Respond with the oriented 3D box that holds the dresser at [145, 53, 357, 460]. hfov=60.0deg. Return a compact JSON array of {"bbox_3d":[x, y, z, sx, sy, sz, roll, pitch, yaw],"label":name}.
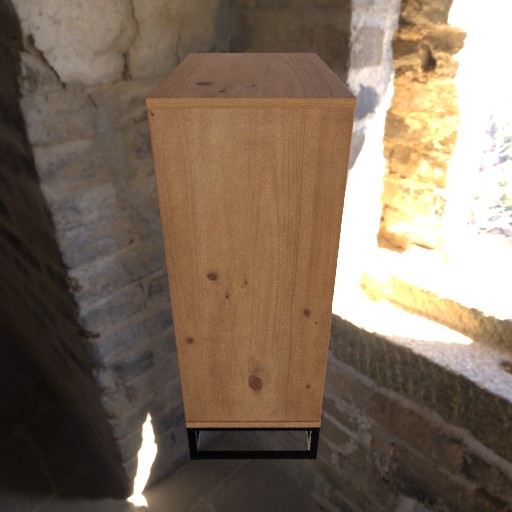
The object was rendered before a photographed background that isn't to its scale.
[{"bbox_3d":[0.000,0.000,1.583,0.479,1.240,0.761,0,31,0],"label":"dresser"}]
